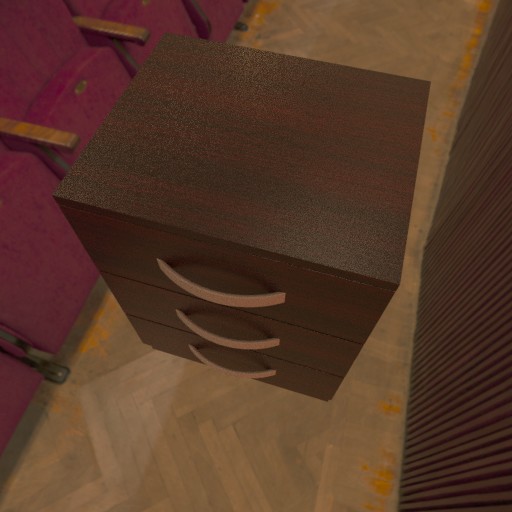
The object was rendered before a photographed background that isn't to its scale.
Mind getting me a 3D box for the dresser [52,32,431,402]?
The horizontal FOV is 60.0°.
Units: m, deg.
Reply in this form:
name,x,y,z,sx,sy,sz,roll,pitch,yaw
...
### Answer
name,x,y,z,sx,sy,sz,roll,pitch,yaw
dresser,0.000,0.000,0.797,0.400,0.560,0.360,15,60,9
